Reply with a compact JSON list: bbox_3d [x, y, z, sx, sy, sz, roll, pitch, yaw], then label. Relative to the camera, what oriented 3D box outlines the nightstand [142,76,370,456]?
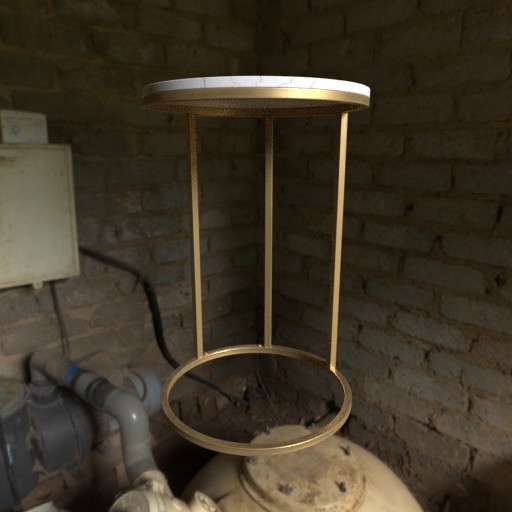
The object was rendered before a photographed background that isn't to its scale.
[{"bbox_3d":[0.000,0.000,0.876,0.400,0.610,0.400,2,14,9],"label":"nightstand"}]
